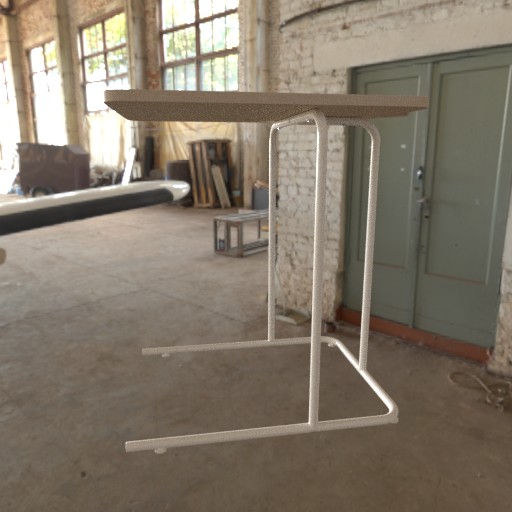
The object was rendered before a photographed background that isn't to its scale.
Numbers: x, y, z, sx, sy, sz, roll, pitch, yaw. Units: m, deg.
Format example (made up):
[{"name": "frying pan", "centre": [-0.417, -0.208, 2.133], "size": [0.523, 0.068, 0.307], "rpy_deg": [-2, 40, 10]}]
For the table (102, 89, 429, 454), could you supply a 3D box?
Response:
[{"name": "table", "centre": [0.000, 0.000, 0.855], "size": [0.480, 0.550, 0.370], "rpy_deg": [-2, 13, -10]}]
